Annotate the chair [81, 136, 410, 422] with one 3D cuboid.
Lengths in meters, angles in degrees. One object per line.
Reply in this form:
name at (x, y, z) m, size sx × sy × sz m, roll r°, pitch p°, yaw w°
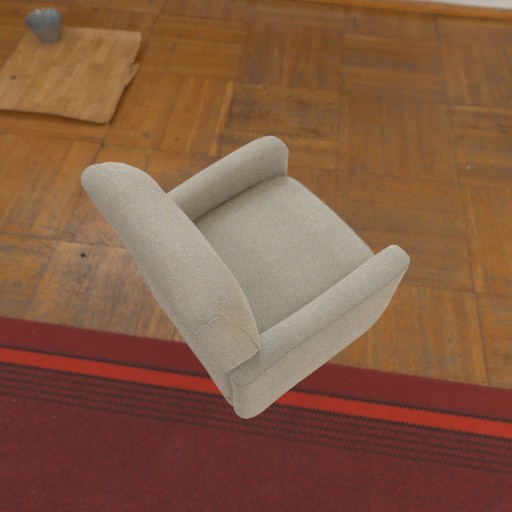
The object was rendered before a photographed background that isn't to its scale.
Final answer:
chair at (0.000, 0.000, 1.688) m, size 0.853 × 1.006 × 0.850 m, roll -33°, pitch 63°, yaw -19°
